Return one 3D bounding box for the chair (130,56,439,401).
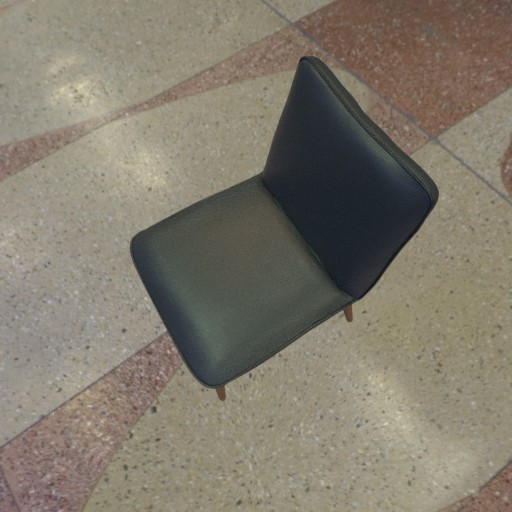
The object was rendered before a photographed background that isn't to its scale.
[{"bbox_3d":[0.000,0.000,1.255,0.645,0.801,0.543,-32,68,-15],"label":"chair"}]
